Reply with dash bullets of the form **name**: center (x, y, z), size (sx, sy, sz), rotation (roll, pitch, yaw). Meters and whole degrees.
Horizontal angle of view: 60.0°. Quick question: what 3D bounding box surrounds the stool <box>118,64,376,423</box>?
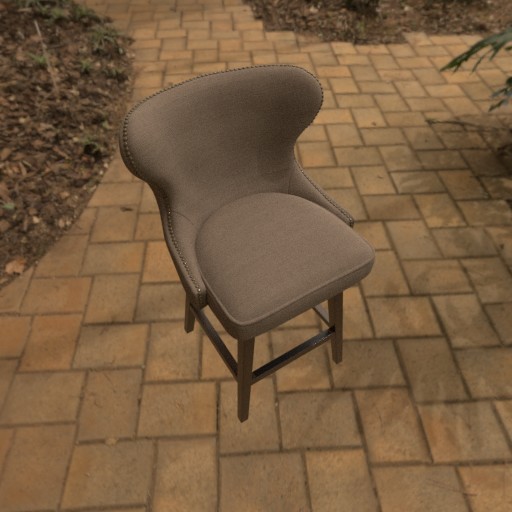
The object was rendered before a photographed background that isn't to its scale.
- **stool**: center (0.000, 0.000, 1.421), size (0.615, 0.972, 0.597), rotation (-25, 52, -21)
